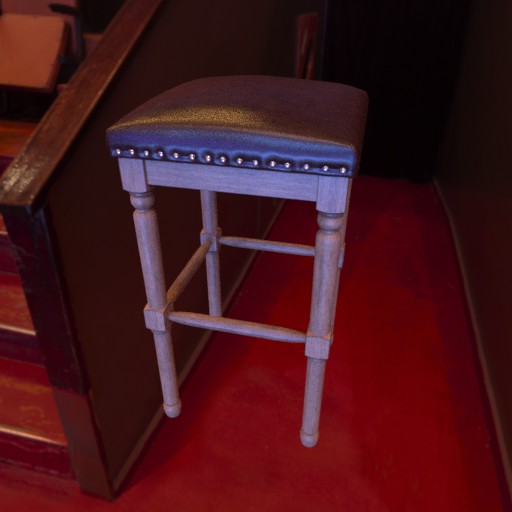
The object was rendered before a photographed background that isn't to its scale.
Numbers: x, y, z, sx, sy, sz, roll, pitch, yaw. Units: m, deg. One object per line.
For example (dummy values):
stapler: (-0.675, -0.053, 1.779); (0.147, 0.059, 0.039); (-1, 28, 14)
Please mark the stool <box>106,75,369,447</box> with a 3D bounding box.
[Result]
stool: (0.000, 0.000, 0.939); (0.382, 0.702, 0.383); (7, 32, 12)
